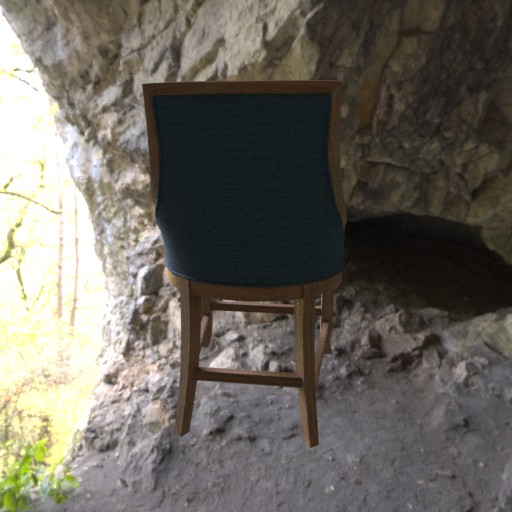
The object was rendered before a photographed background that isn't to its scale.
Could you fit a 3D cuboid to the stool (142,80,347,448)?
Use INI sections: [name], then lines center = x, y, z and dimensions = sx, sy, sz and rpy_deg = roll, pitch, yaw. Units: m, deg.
[stool]
center = 0.000, 0.000, 1.344
dimensions = 0.524, 0.938, 0.626
rpy_deg = 2, 16, 7
